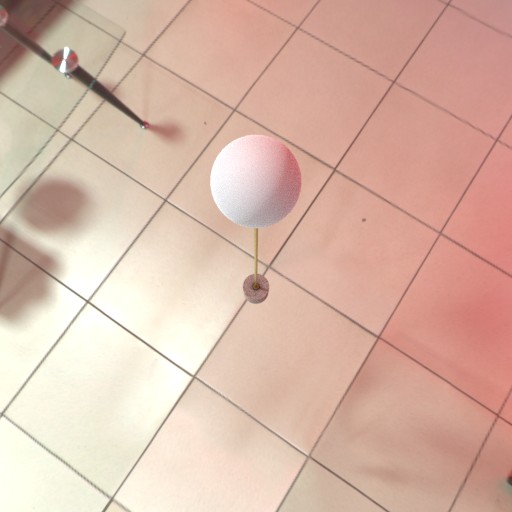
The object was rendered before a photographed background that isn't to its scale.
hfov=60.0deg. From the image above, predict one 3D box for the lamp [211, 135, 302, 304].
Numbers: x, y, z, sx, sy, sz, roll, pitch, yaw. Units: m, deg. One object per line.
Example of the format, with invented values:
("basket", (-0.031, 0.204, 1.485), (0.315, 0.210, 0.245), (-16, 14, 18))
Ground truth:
("lamp", (0.000, 0.000, 1.846), (0.229, 1.748, 0.229), (-23, 77, -6))
